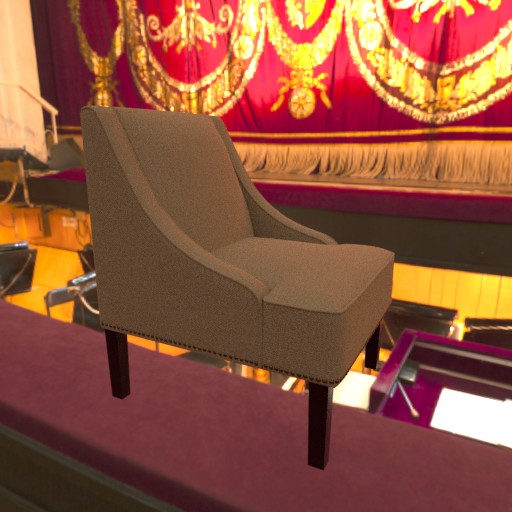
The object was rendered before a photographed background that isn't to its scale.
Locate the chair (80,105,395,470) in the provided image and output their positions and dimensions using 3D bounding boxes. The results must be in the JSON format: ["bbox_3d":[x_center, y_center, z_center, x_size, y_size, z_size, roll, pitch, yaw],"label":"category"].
[{"bbox_3d":[0.000,0.000,1.373,0.748,0.872,0.628,8,17,27],"label":"chair"}]
